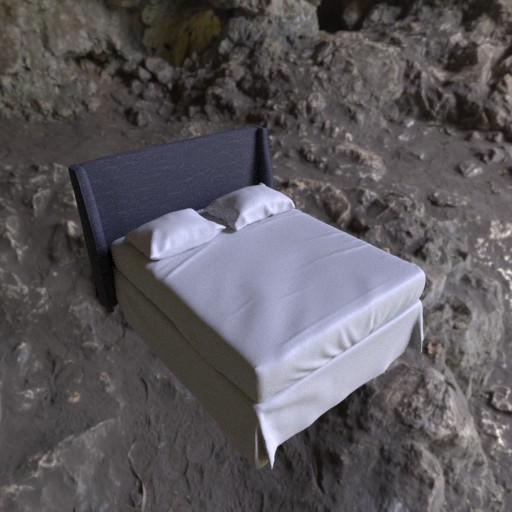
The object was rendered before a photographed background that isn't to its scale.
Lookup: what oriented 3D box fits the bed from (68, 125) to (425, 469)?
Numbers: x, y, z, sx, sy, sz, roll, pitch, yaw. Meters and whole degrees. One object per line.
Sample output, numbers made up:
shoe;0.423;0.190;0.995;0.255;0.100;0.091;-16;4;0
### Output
bed;0.000;0.000;3.492;1.925;1.332;2.276;-23;38;-33
